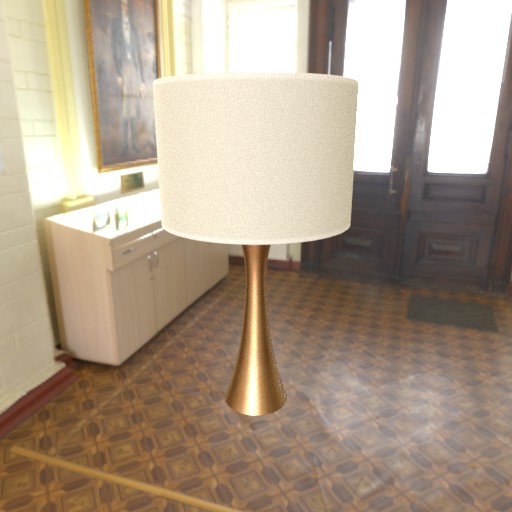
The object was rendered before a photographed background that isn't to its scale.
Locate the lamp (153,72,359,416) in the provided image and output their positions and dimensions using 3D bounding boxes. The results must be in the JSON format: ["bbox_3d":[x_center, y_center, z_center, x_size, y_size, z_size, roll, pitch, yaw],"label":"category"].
[{"bbox_3d":[0.000,0.000,0.657,0.268,0.479,0.268,-8,18,-26],"label":"lamp"}]
